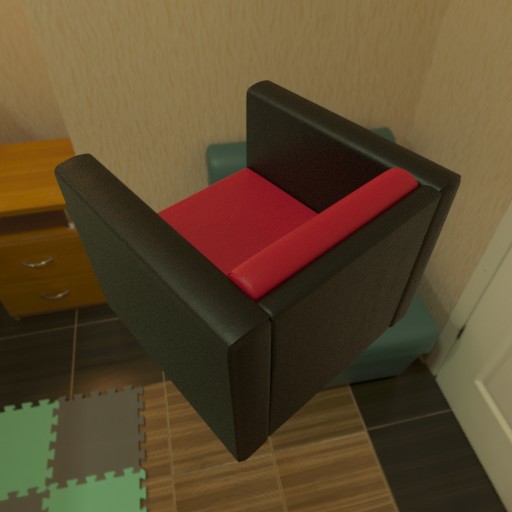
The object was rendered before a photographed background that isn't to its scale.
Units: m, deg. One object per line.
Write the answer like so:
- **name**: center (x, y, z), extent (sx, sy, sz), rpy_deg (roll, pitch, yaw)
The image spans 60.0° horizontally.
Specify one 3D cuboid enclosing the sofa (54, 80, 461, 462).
- **sofa**: center (0.000, 0.000, 1.477), extent (0.839, 0.724, 0.809), rpy_deg (-33, 54, -27)
